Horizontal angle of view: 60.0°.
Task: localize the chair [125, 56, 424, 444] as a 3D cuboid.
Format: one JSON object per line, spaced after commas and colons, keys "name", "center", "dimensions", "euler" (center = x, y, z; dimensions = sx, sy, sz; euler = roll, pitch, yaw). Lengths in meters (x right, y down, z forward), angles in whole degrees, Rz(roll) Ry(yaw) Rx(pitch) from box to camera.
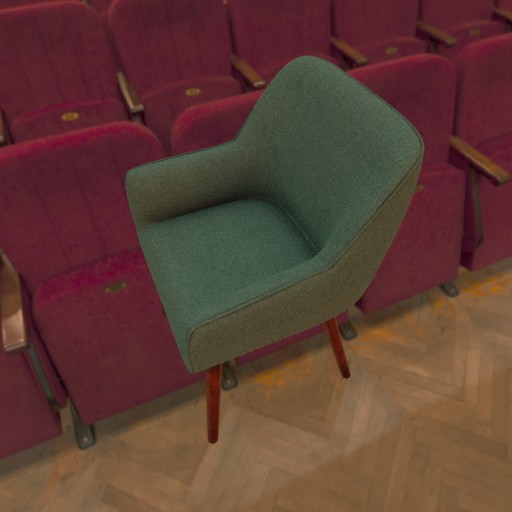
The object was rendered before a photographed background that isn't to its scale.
{"name": "chair", "center": [0.000, 0.000, 1.137], "dimensions": [0.519, 0.803, 0.543], "euler": [-18, 49, -16]}
